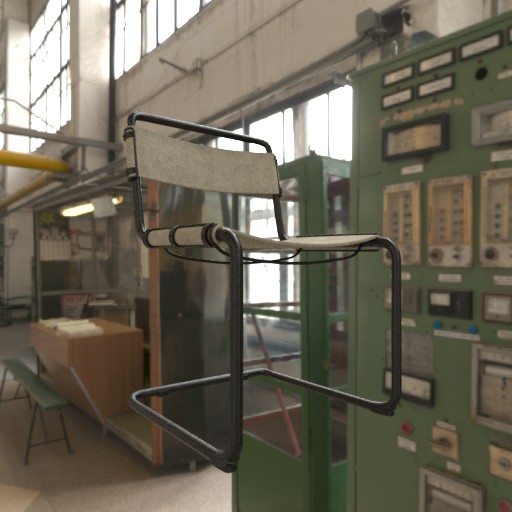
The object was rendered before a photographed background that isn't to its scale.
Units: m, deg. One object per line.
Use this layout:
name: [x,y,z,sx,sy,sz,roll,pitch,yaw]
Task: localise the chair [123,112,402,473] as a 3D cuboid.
chair: [0.000,0.000,1.072,0.499,0.747,0.497,1,-1,-38]
